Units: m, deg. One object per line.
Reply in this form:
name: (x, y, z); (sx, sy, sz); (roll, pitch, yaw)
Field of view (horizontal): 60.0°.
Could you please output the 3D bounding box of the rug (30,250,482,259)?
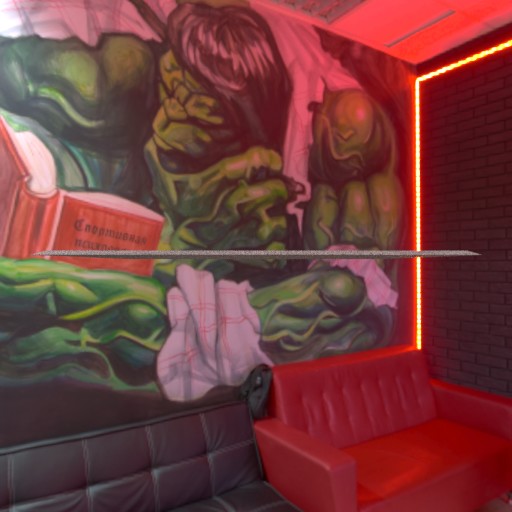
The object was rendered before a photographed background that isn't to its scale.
rug: (0.000, 0.000, 3.976); (2.933, 0.027, 2.332); (0, -1, -1)
